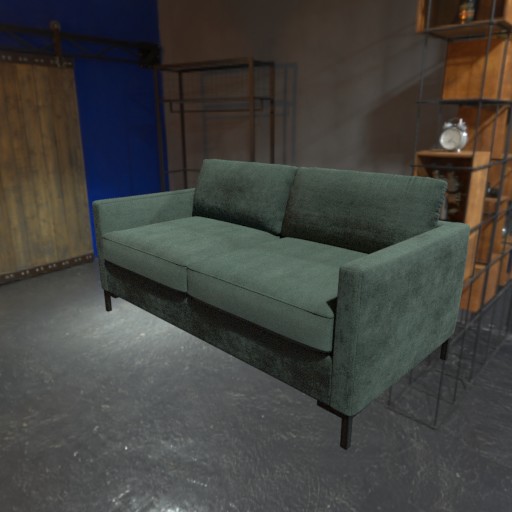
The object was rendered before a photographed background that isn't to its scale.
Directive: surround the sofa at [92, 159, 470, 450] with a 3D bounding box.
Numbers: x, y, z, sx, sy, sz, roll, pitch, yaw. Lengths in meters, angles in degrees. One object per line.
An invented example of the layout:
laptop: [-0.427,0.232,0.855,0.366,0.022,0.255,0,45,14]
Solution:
sofa: [0.000,0.000,2.143,1.676,0.817,0.875,16,23,42]
